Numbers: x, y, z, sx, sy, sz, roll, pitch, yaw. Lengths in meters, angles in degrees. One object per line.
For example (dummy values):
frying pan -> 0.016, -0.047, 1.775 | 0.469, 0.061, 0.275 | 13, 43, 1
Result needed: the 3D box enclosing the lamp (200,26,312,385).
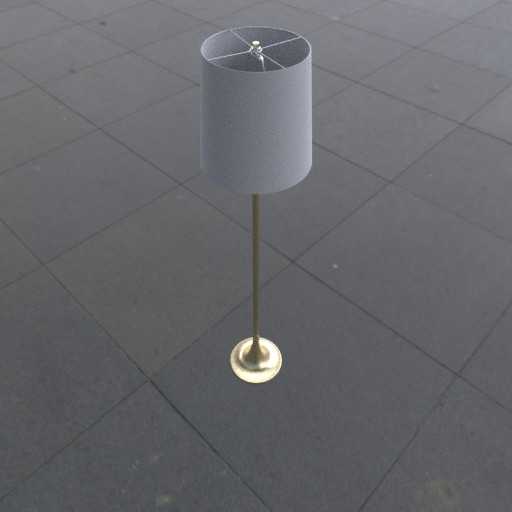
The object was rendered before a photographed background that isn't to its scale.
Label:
lamp -> 0.000, 0.000, 1.657 | 0.337, 1.543, 0.337 | 0, 47, 0
